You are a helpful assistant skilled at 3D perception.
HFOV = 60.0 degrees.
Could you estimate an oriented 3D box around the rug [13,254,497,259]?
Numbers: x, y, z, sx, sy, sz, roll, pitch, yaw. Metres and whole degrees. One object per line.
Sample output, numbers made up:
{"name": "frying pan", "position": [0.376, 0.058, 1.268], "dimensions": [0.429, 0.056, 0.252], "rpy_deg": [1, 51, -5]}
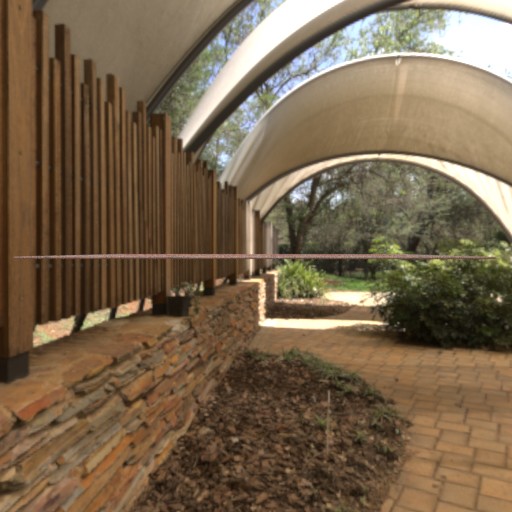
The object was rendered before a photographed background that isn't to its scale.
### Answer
{"name": "rug", "position": [0.000, 0.000, 2.990], "dimensions": [2.439, 0.011, 1.533], "rpy_deg": [0, 1, 2]}
